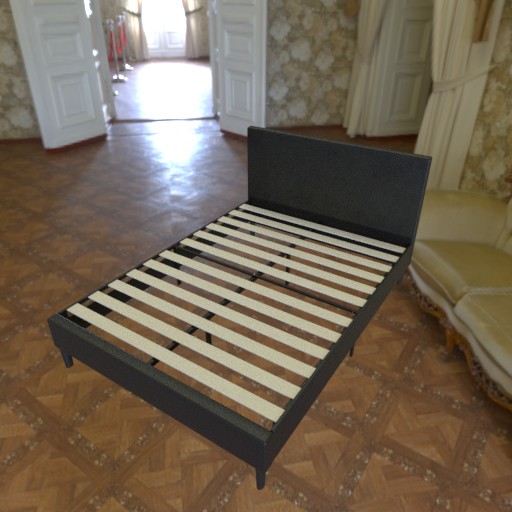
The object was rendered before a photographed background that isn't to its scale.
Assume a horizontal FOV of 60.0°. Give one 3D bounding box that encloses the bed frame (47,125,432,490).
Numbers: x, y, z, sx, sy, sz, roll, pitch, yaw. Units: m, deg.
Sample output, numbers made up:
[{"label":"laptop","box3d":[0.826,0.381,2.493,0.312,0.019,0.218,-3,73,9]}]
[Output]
[{"label":"bed frame","box3d":[0.000,0.000,3.151,1.634,1.127,2.318,19,35,28]}]
